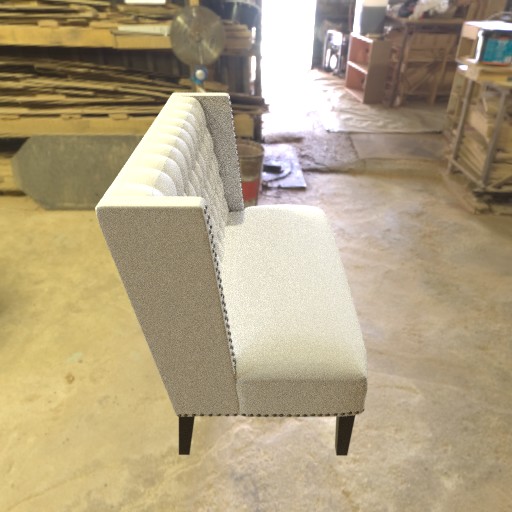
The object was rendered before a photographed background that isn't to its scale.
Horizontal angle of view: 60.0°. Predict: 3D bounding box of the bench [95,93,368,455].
[{"bbox_3d":[0.000,0.000,1.985,0.847,1.123,1.280,0,33,0],"label":"bench"}]
